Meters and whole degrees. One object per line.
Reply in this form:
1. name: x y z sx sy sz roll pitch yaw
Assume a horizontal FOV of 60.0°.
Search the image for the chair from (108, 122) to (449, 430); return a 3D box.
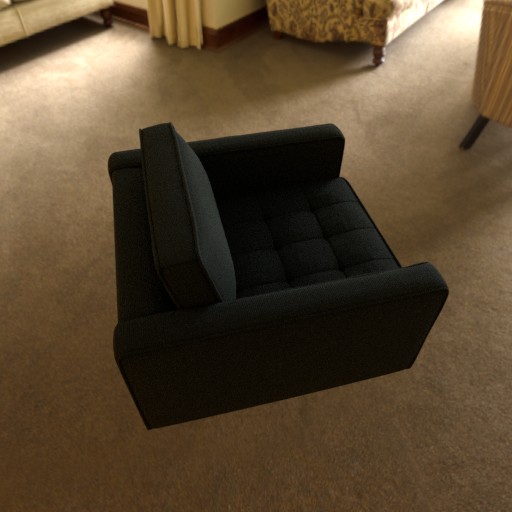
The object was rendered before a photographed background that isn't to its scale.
1. chair: 0.000 0.000 1.564 0.920 0.770 0.899 -10 48 -9
